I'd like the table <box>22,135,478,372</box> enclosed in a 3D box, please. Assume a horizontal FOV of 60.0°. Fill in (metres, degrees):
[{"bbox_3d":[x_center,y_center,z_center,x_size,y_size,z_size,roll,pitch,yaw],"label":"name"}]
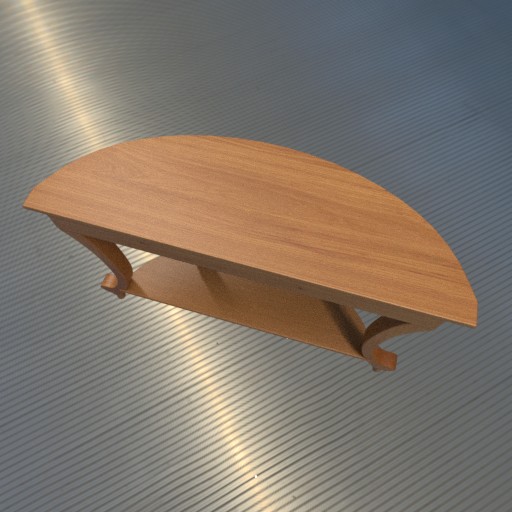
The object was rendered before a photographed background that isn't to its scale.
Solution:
[{"bbox_3d":[0.000,0.000,1.510,1.198,0.692,0.394,15,64,7],"label":"table"}]
